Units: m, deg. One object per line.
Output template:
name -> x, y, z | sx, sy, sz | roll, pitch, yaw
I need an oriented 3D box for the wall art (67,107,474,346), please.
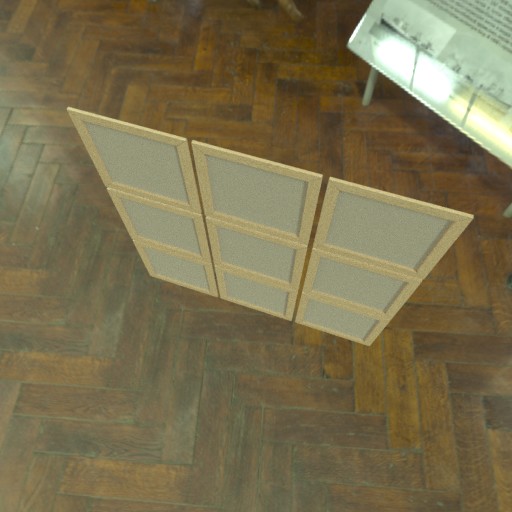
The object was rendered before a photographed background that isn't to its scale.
wall art -> 0.000, 0.000, 2.245 | 1.519, 1.507, 0.014 | 17, 64, 9
